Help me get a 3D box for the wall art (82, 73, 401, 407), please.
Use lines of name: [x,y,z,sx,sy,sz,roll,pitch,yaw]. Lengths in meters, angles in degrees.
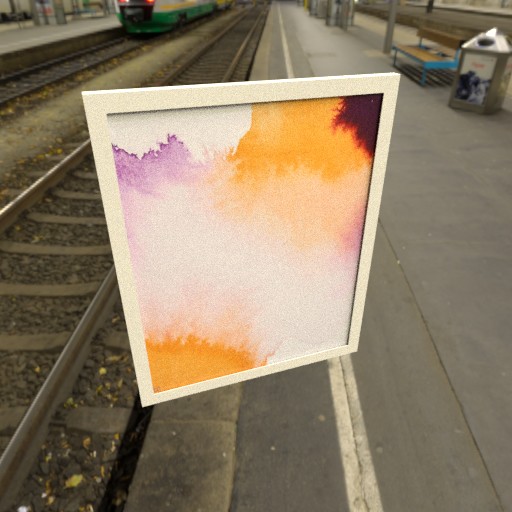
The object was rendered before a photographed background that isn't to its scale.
wall art: [0.000,0.000,1.097,0.661,0.811,0.026,-10,32,-16]
